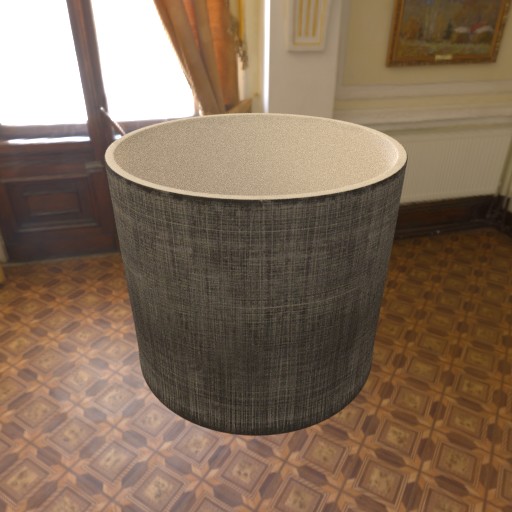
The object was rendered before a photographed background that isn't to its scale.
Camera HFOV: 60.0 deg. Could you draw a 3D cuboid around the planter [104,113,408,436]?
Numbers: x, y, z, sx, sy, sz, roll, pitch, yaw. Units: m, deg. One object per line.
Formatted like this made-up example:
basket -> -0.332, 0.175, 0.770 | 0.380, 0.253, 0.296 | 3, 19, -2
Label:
planter -> 0.000, 0.000, 0.310 | 0.178, 0.157, 0.178 | 0, 30, 0
